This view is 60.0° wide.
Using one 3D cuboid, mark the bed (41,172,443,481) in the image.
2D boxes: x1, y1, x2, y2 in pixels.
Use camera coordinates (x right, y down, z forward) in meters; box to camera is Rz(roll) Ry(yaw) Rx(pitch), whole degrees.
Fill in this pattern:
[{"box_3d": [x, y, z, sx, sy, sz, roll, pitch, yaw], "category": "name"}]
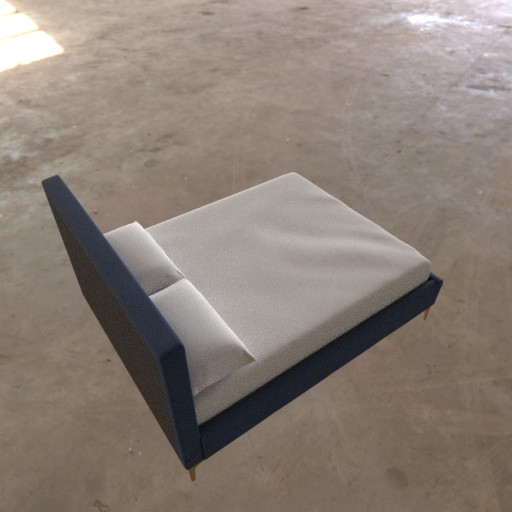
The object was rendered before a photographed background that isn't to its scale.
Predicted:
[{"box_3d": [0.000, 0.000, 3.173, 2.172, 1.231, 1.723, -25, 47, -26], "category": "bed"}]
